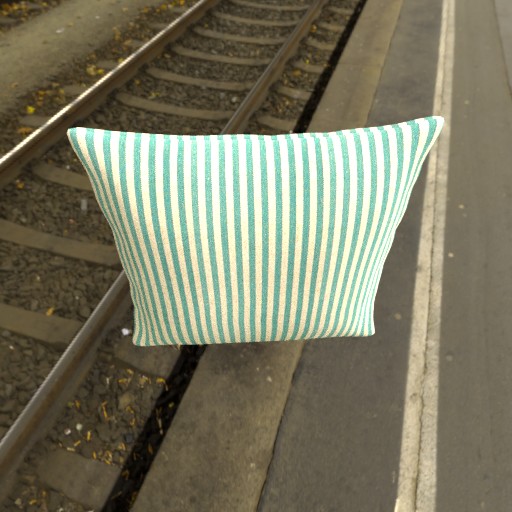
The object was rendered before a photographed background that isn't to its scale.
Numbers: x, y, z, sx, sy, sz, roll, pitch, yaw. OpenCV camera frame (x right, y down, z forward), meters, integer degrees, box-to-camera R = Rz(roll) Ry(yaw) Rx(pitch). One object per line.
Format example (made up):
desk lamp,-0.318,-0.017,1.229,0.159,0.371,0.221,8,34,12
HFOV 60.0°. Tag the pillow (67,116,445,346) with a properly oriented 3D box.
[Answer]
pillow,0.000,0.000,0.781,0.523,0.510,0.166,-2,46,-2
